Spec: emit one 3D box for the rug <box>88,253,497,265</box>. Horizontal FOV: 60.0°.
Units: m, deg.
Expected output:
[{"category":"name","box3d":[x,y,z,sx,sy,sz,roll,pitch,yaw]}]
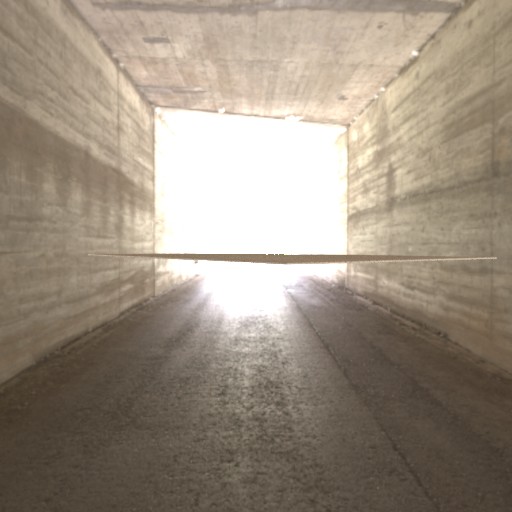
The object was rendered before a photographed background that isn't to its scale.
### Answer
[{"category":"rug","box3d":[0.000,0.000,2.982,1.524,0.008,2.440,-1,1,-36]}]
